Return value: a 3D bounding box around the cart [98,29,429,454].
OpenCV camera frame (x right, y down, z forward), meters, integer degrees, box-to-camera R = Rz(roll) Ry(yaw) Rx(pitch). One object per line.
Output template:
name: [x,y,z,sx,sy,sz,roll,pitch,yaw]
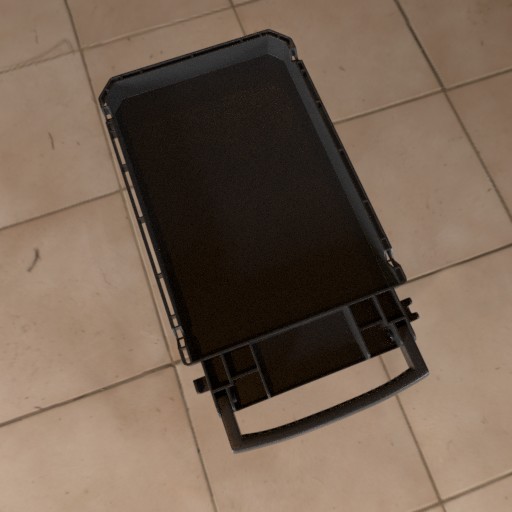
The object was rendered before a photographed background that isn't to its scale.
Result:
cart: [0.000,0.000,1.744,0.674,0.884,1.239,-20,75,-6]
